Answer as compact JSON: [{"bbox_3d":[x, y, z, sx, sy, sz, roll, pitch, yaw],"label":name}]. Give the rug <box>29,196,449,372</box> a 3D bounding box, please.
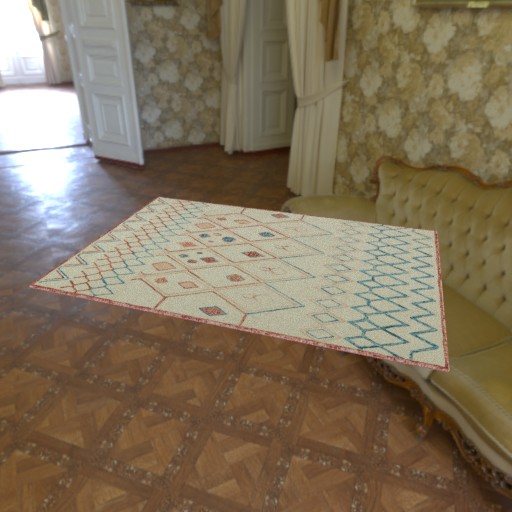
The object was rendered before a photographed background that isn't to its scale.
[{"bbox_3d":[0.000,0.000,2.323,1.829,0.016,1.219,9,30,16],"label":"rug"}]
